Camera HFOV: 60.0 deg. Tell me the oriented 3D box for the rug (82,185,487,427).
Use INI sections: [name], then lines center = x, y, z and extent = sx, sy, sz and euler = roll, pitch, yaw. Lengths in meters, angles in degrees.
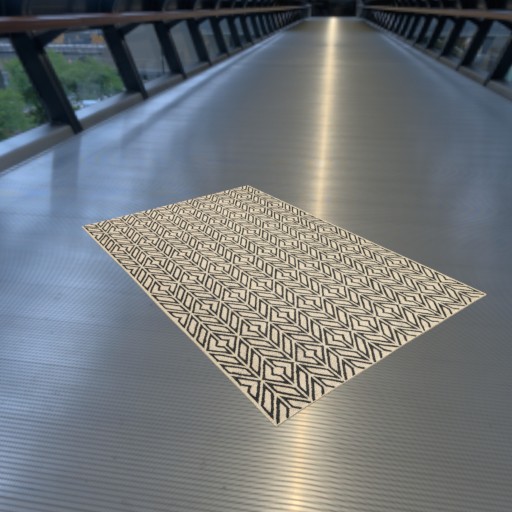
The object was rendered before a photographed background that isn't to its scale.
[rug]
center = 0.000, 0.000, 2.311
extent = 1.220, 0.007, 1.828
euler = -20, 34, -32
